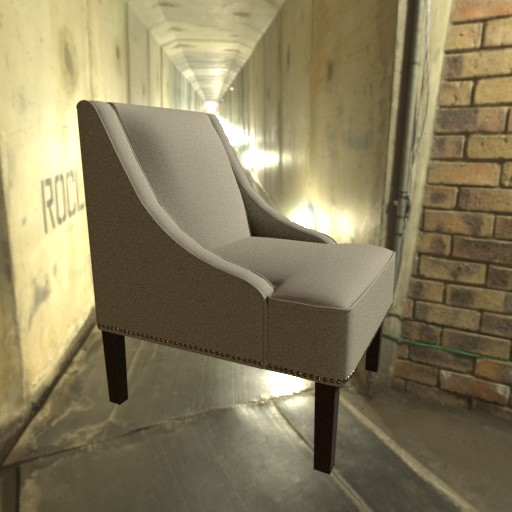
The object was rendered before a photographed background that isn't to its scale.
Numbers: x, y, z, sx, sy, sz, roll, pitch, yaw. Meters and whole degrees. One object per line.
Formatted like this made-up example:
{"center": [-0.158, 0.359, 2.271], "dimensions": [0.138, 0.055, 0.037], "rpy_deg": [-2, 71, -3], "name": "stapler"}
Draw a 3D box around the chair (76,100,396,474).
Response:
{"center": [0.000, 0.000, 1.324], "dimensions": [0.737, 0.864, 0.610], "rpy_deg": [7, 16, 26], "name": "chair"}
